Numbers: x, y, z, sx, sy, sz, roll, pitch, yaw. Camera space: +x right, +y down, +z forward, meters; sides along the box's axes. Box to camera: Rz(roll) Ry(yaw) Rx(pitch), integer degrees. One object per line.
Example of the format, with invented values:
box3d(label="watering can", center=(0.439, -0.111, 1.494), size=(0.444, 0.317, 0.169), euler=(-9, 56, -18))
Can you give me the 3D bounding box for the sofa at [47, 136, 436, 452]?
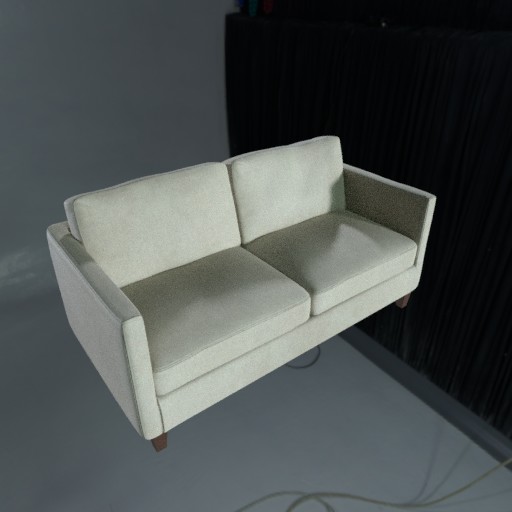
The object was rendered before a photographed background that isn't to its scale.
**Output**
box3d(label="sofa", center=(0.000, 0.000, 2.391), size=(1.846, 0.940, 0.950), euler=(-21, 36, -32))
